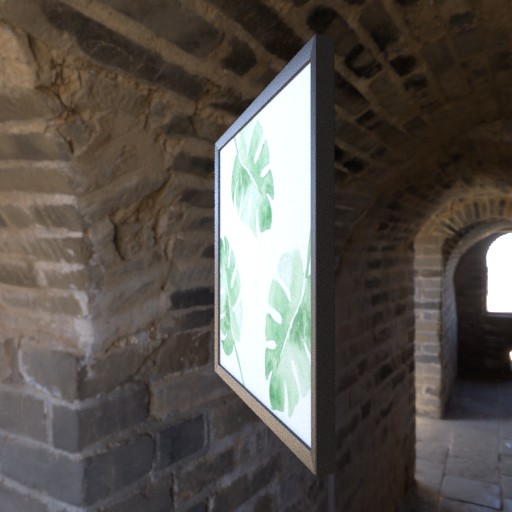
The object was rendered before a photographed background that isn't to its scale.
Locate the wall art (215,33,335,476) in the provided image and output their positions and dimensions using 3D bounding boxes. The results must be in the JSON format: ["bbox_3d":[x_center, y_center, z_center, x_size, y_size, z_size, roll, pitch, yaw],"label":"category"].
[{"bbox_3d":[0.000,0.000,1.133,0.038,0.765,0.765,0,-1,-18],"label":"wall art"}]
